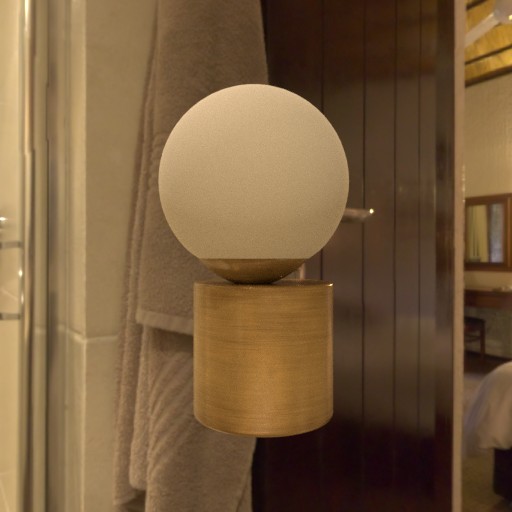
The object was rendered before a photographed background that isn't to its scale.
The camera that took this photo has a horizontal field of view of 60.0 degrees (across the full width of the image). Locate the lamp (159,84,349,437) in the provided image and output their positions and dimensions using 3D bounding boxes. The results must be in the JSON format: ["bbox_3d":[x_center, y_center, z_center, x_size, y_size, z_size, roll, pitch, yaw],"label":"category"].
[{"bbox_3d":[0.000,0.000,0.341,0.141,0.250,0.152,0,0,18],"label":"lamp"}]
